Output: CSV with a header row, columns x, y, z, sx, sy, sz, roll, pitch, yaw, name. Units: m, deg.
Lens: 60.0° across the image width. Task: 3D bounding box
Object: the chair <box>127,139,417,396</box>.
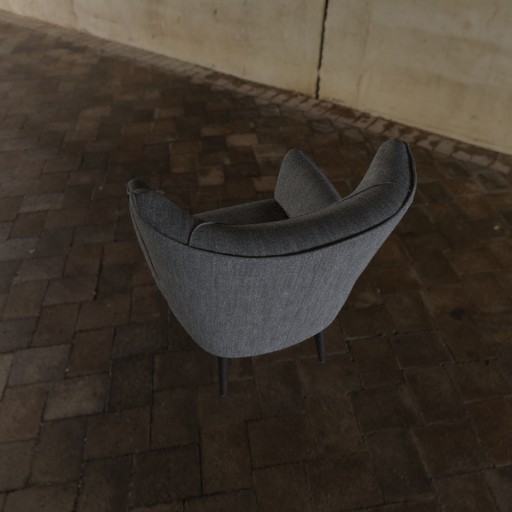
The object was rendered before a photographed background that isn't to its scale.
x,y,z,sx,sy,sz,roll,pitch,yaw,name
0.000,0.000,1.581,0.781,0.933,0.888,-14,44,-15,chair
